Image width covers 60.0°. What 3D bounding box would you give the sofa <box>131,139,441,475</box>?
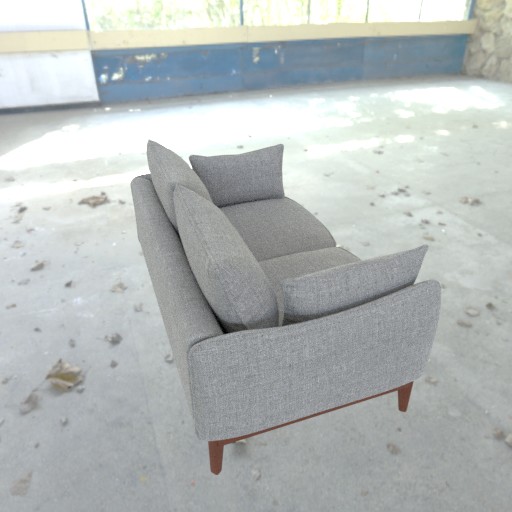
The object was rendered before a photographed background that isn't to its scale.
[{"bbox_3d":[0.000,0.000,2.123,0.972,0.851,1.580,-11,32,-17],"label":"sofa"}]
